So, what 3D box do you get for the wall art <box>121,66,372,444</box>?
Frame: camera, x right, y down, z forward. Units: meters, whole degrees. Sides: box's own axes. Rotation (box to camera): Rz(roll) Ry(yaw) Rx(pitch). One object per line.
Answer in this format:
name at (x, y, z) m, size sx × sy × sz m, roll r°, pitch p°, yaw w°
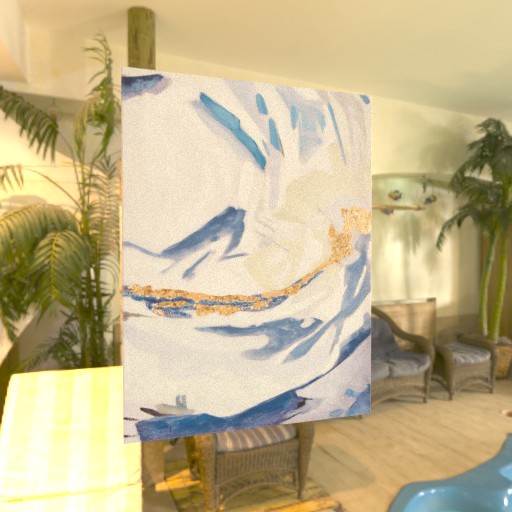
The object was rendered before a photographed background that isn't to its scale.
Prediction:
wall art at (0.000, 0.000, 1.317) m, size 0.761 × 1.015 × 0.038 m, roll 0°, pitch 1°, yaw -17°
